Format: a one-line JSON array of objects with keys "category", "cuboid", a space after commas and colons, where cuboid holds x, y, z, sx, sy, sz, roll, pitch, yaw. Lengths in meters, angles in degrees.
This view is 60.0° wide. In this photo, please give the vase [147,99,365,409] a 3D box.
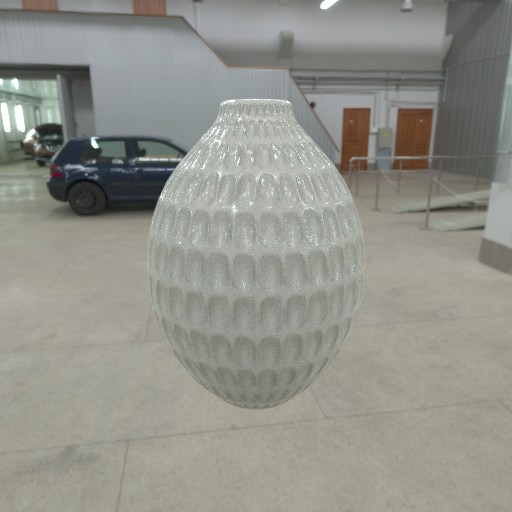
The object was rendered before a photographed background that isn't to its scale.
[{"category": "vase", "cuboid": [0.000, 0.000, 0.336, 0.162, 0.223, 0.162, 0, 16, 0]}]
